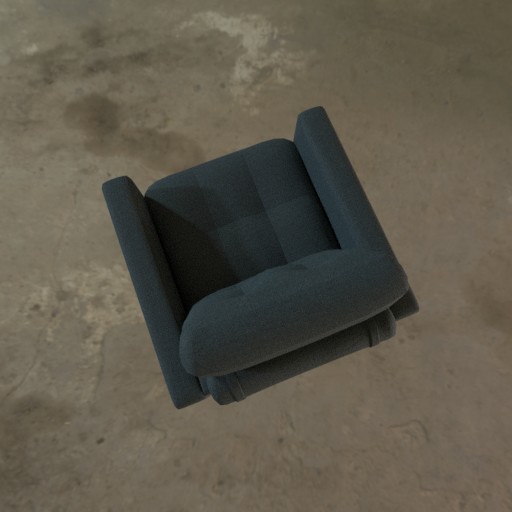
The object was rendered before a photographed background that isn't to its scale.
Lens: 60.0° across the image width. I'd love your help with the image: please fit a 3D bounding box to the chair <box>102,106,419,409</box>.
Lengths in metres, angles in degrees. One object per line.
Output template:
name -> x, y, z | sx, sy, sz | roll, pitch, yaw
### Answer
chair -> 0.000, 0.000, 1.556 | 0.821, 0.880, 0.843 | -21, 77, -5
